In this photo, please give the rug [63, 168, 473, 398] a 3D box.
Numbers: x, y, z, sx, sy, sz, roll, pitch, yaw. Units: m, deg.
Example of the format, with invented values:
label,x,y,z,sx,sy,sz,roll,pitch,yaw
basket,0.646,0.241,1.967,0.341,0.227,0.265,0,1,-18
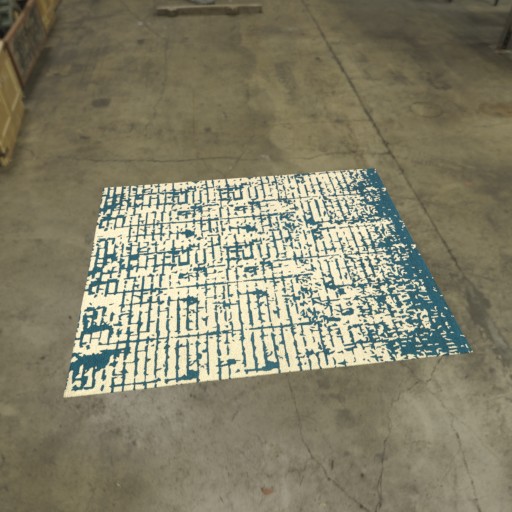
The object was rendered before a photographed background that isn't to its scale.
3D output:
label,x,y,z,sx,sy,sz,roll,pitch,yaw
rug,0.000,0.000,4.064,3.017,0.014,2.416,-5,46,-5
